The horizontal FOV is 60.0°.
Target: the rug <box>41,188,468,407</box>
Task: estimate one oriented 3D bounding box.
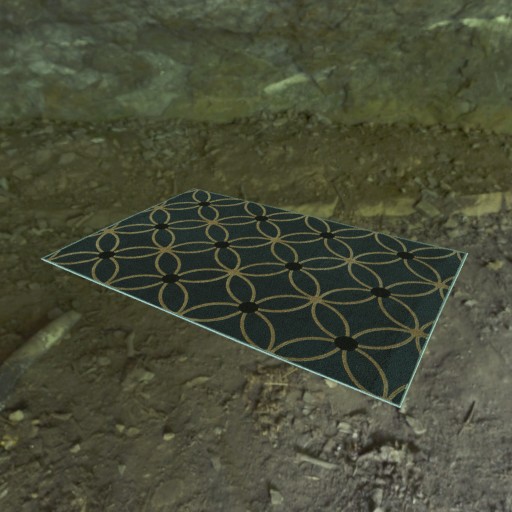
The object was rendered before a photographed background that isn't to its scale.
[{"bbox_3d":[0.000,0.000,2.837,2.284,0.008,1.522,17,33,28],"label":"rug"}]
